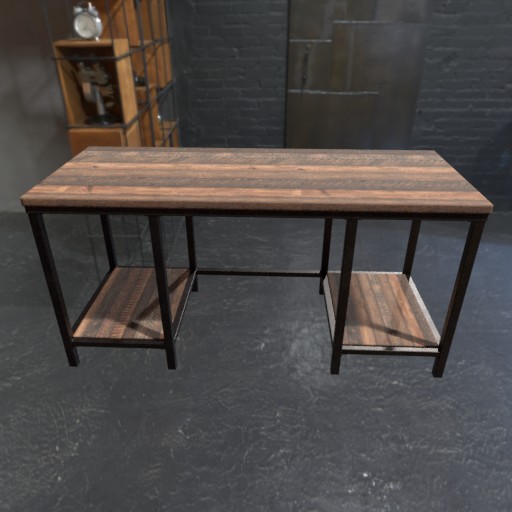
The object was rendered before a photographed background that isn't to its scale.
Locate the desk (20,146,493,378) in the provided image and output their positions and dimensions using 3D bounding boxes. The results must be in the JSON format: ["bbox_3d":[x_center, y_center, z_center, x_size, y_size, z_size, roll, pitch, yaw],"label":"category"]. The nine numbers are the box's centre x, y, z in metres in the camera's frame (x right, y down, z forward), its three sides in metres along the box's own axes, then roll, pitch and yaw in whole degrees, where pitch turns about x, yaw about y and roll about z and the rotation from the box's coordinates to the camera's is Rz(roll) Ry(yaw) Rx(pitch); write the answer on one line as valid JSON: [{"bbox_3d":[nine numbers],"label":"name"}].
[{"bbox_3d":[0.000,0.000,1.891,1.538,0.753,0.617,1,29,2],"label":"desk"}]
